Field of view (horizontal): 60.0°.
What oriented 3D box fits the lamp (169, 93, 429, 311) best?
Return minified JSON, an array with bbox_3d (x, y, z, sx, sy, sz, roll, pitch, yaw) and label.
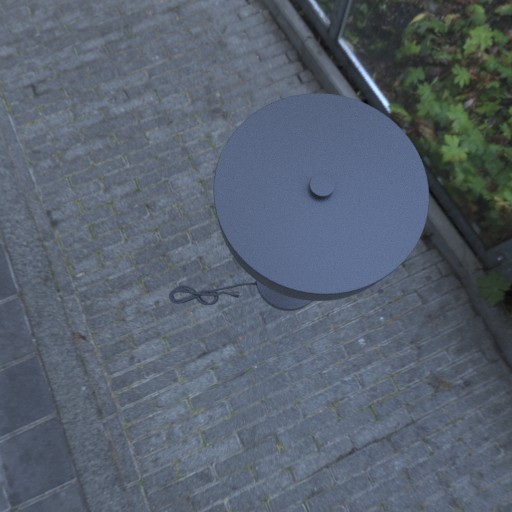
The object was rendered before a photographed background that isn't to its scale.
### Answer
[{"bbox_3d":[0.000,0.000,0.704,0.369,0.508,0.229,-11,76,-3],"label":"lamp"}]
